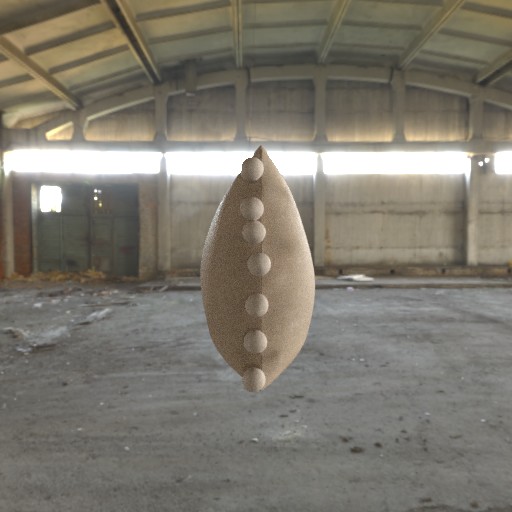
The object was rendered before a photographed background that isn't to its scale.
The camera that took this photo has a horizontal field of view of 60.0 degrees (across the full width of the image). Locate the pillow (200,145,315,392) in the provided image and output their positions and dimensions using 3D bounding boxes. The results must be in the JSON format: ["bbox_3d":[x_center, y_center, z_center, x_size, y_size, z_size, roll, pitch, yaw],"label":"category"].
[{"bbox_3d":[0.000,0.000,0.868,0.201,0.322,0.709,0,2,-2],"label":"pillow"}]
